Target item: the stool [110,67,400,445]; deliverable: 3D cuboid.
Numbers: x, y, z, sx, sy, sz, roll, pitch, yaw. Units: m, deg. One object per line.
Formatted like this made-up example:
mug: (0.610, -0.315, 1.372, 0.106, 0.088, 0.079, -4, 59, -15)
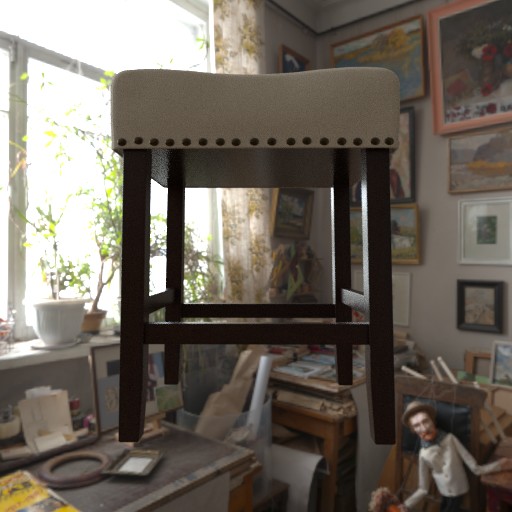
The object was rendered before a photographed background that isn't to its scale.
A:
stool: (0.000, 0.000, 0.901, 0.471, 0.609, 0.401, 0, -1, 1)
